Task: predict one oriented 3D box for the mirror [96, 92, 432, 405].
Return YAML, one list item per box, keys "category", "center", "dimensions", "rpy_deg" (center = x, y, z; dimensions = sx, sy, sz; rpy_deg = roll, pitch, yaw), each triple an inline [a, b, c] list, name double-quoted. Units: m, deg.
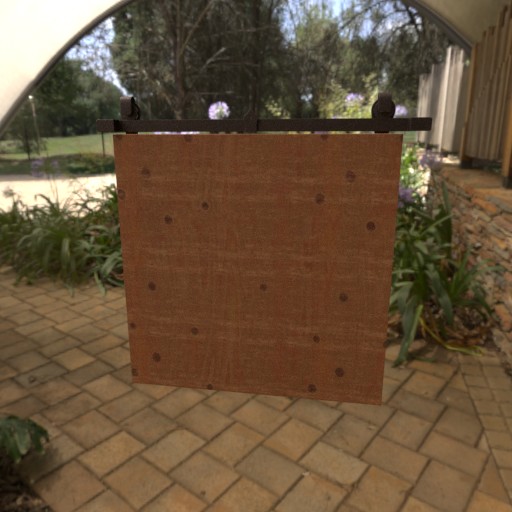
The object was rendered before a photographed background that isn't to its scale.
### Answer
- category: "mirror"
  center: [0.000, 0.000, 1.162]
  dimensions: [0.805, 0.800, 0.054]
  rpy_deg: [2, 15, 9]
